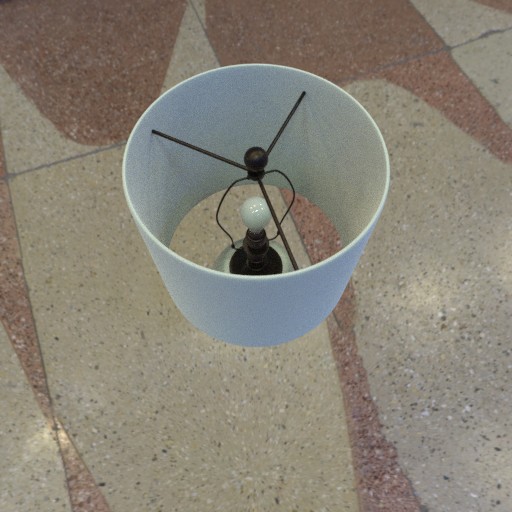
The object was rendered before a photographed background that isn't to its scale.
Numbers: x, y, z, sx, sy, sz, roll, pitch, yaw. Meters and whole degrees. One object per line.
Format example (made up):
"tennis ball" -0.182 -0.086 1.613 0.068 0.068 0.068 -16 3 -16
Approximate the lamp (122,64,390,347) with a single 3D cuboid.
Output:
"lamp" 0.000 0.000 0.788 0.328 0.570 0.328 0 64 0
